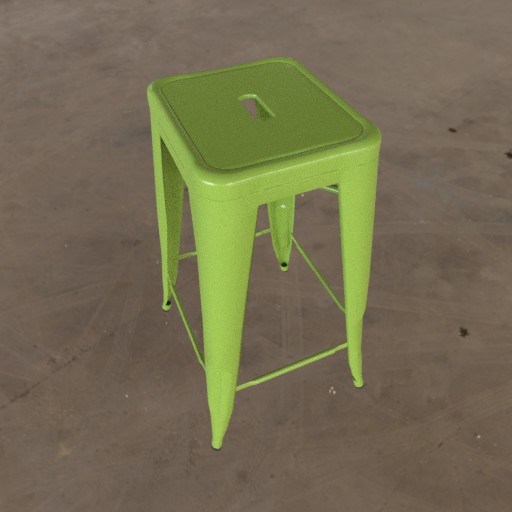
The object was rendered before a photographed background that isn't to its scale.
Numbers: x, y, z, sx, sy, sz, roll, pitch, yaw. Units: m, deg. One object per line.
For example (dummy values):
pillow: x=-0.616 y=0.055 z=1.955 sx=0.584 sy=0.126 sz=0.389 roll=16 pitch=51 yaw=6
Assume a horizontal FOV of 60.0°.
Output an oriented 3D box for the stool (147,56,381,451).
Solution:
stool: x=0.000 y=0.000 z=0.837 sx=0.358 sy=0.609 sz=0.398 roll=-17 pitch=49 yaw=-16
